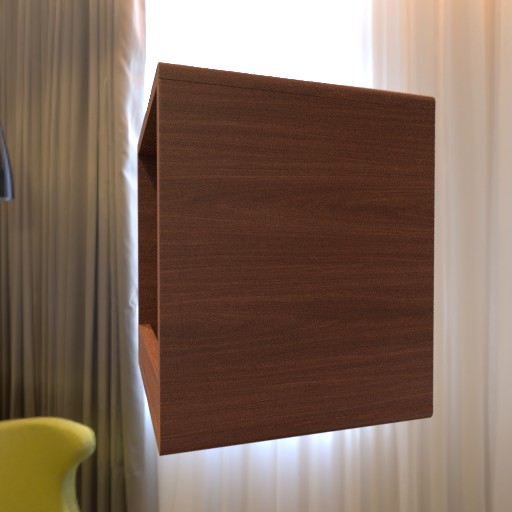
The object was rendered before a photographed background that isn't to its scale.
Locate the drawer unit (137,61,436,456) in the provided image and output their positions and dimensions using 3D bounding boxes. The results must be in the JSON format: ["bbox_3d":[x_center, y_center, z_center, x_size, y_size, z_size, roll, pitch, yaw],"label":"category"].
[{"bbox_3d":[0.000,0.000,0.597,0.290,0.351,0.349,0,1,-18],"label":"drawer unit"}]
